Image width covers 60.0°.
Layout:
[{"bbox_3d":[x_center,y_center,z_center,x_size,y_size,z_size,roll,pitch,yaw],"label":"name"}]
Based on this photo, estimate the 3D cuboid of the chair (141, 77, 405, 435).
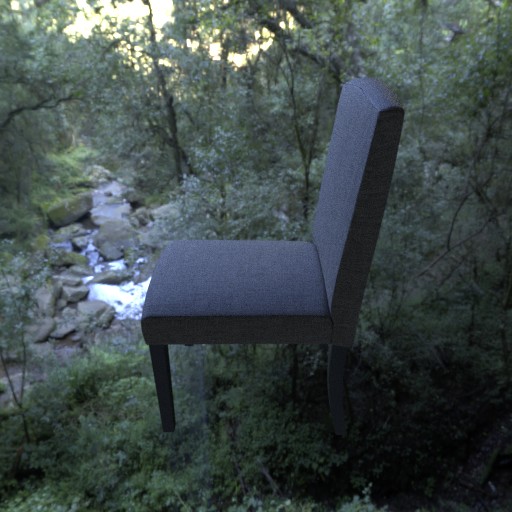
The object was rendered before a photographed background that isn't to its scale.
[{"bbox_3d":[0.000,0.000,1.227,0.580,0.917,0.451,0,26,1],"label":"chair"}]
